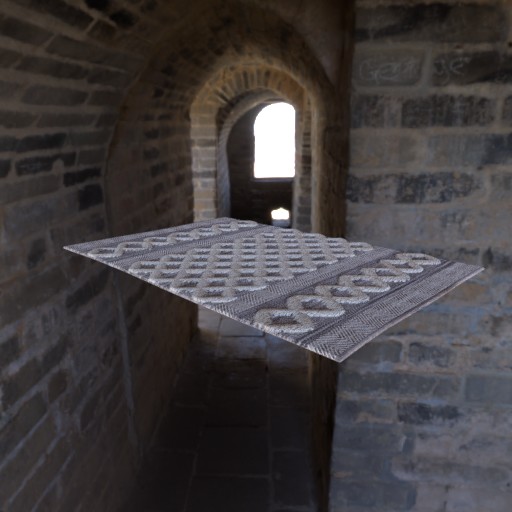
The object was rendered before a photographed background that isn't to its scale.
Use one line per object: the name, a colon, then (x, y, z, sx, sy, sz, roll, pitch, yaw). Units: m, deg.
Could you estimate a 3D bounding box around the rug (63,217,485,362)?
rug: (0.000, 0.000, 2.276, 1.823, 0.030, 1.222, 15, 22, 42)
